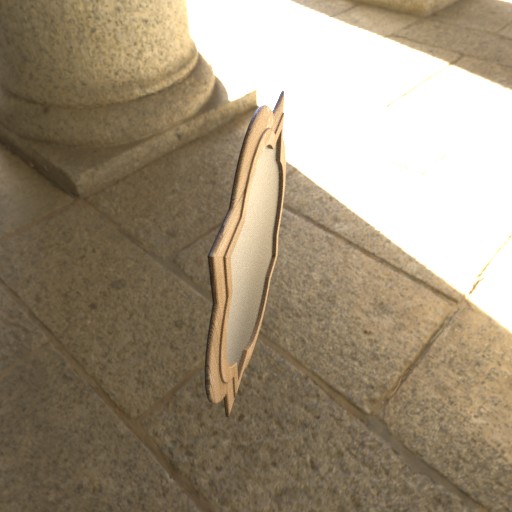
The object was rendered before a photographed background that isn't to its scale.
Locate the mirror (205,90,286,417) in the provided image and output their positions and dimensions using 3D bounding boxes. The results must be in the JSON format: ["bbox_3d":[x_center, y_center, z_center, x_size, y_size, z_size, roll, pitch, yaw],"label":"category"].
[{"bbox_3d":[0.000,0.000,1.034,0.019,0.686,0.686,10,47,10],"label":"mirror"}]
